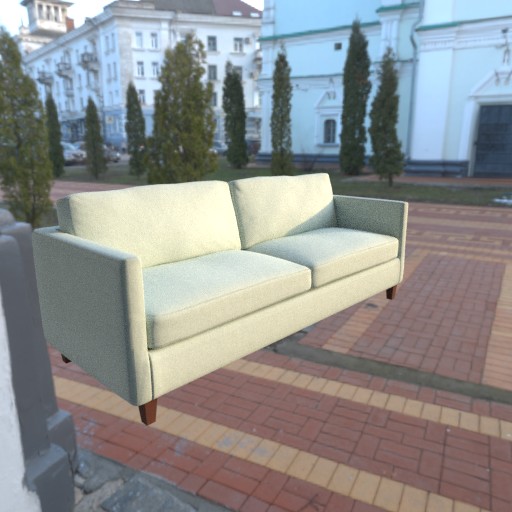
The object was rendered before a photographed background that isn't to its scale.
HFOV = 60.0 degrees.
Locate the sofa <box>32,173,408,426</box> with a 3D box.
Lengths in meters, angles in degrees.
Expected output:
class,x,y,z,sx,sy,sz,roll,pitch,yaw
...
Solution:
class,x,y,z,sx,sy,sz,roll,pitch,yaw
sofa,0.000,0.000,2.886,0.948,0.965,2.434,13,19,42
